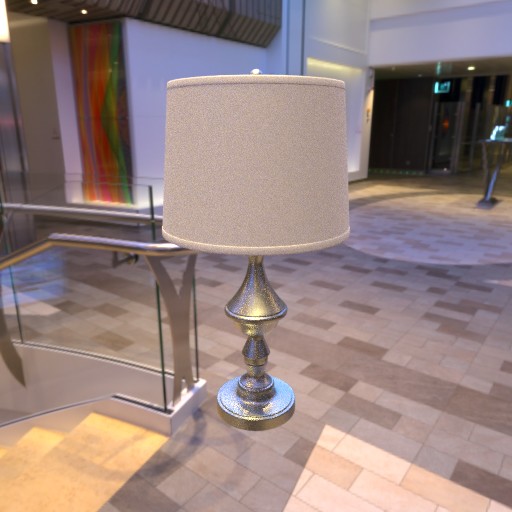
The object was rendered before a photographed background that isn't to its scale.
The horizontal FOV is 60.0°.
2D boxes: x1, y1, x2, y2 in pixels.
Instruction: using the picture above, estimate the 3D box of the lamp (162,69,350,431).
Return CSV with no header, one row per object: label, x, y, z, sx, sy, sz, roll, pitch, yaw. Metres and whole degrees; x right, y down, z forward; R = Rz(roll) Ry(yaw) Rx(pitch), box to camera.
lamp,0.000,0.000,0.938,0.383,0.733,0.383,0,16,0
